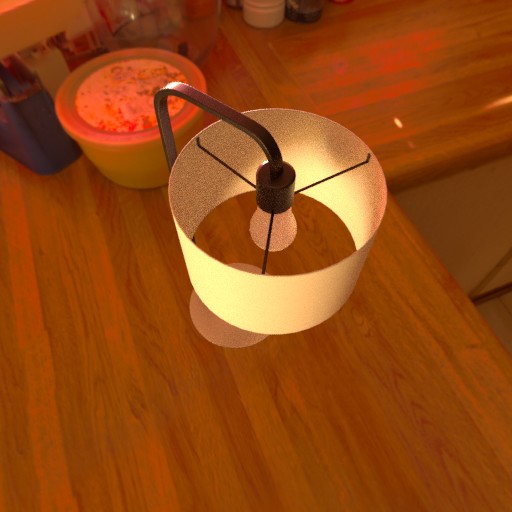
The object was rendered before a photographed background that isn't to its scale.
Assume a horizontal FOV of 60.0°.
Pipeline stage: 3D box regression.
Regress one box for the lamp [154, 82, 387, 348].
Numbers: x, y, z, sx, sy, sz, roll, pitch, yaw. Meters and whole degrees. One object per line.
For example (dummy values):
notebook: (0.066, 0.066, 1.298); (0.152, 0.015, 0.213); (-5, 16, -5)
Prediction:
lamp: (0.000, 0.000, 0.630); (0.288, 0.473, 0.230); (33, 64, 19)
